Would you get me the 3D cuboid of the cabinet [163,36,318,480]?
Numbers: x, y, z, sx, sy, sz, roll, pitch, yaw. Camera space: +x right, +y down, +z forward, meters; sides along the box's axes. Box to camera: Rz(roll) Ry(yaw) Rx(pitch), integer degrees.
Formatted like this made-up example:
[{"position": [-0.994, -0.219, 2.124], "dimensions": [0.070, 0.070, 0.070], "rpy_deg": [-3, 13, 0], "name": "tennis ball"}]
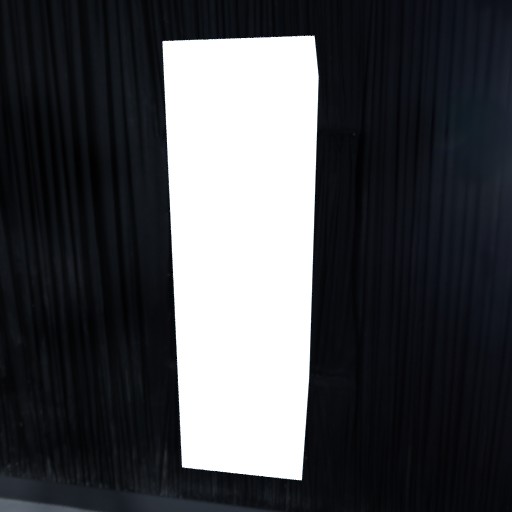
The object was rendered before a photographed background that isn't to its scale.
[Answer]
[{"position": [0.000, 0.000, 2.365], "dimensions": [0.580, 1.920, 0.980], "rpy_deg": [2, 14, 8], "name": "cabinet"}]
